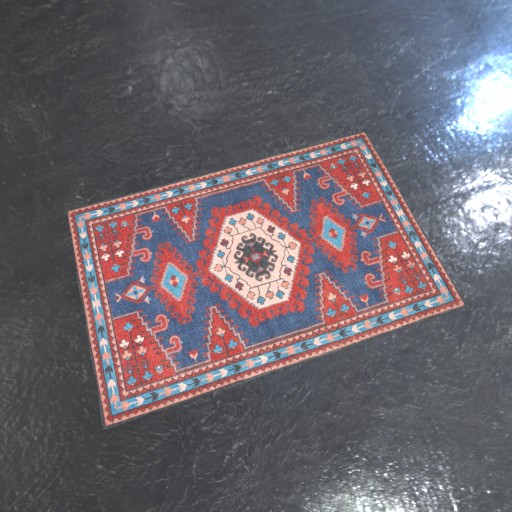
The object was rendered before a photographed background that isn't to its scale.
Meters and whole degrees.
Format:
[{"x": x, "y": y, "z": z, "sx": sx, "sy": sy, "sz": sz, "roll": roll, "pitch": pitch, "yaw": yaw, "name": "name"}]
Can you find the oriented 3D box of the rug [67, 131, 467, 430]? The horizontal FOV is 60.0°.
[{"x": 0.000, "y": 0.000, "z": 2.329, "sx": 1.820, "sy": 0.012, "sz": 1.207, "roll": -17, "pitch": 64, "yaw": -8, "name": "rug"}]
